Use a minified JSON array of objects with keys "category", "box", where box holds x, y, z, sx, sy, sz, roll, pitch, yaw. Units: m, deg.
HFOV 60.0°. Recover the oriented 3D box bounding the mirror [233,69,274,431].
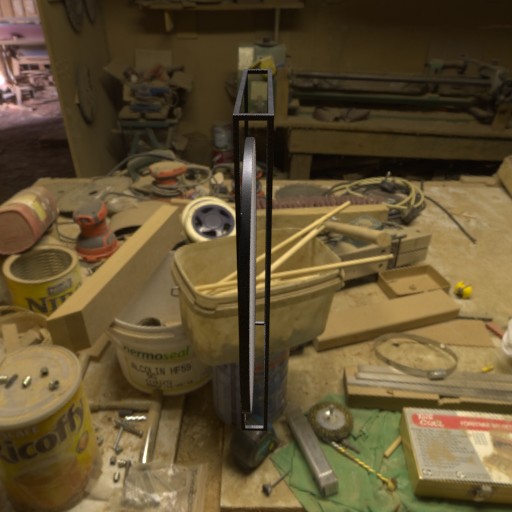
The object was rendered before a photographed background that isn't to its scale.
[{"category":"mirror","box":[0.000,0.000,0.832,0.051,0.603,0.508,1,32,1]}]
